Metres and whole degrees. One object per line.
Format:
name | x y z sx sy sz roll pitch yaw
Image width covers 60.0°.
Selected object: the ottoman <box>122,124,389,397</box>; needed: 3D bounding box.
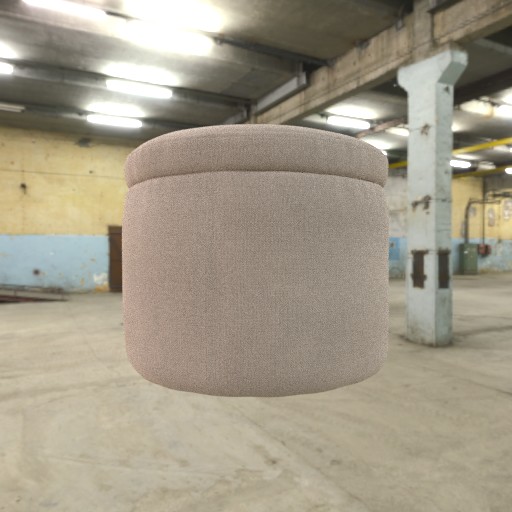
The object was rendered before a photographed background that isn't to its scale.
ottoman | 0.000 0.000 0.861 0.497 0.409 0.497 0 0 0
